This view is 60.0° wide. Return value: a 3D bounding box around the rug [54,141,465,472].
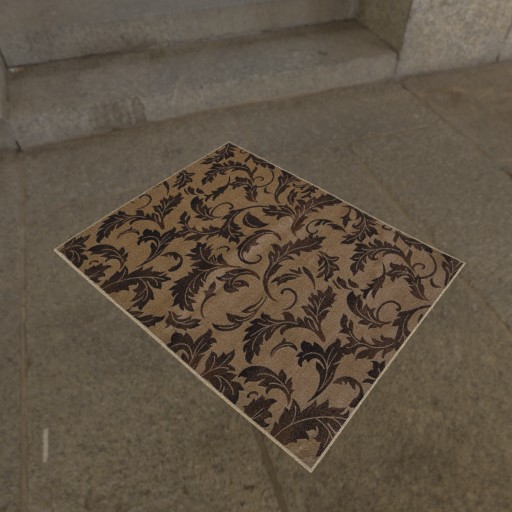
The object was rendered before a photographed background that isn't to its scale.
[{"bbox_3d":[0.000,0.000,4.074,2.977,0.008,2.380,33,56,26],"label":"rug"}]
